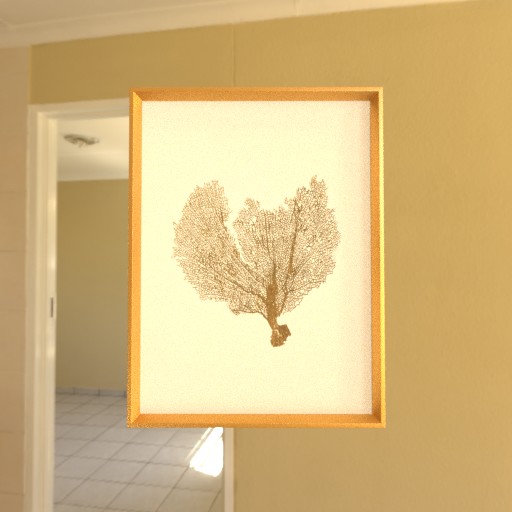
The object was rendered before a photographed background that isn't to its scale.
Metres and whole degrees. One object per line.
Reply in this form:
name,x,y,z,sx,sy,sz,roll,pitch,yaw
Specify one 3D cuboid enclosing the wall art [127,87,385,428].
wall art,0.000,0.000,1.074,0.610,0.812,0.038,0,-1,0
